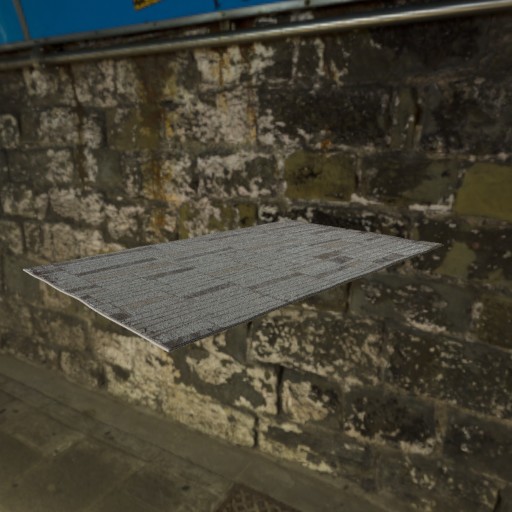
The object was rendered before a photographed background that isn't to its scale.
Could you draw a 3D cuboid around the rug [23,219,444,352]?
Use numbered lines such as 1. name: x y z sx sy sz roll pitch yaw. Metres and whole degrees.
1. rug: 0.000 0.000 2.979 1.531 0.023 2.444 14 20 43
